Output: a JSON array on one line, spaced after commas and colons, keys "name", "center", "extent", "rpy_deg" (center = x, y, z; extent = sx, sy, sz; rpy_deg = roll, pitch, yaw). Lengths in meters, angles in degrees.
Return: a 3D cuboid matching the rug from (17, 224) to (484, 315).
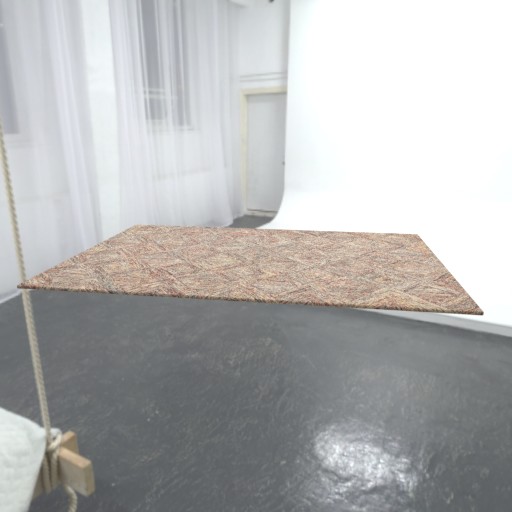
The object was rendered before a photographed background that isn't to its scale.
[{"name": "rug", "center": [0.000, 0.000, 2.858], "extent": [2.285, 0.019, 1.523], "rpy_deg": [2, 16, 8]}]
